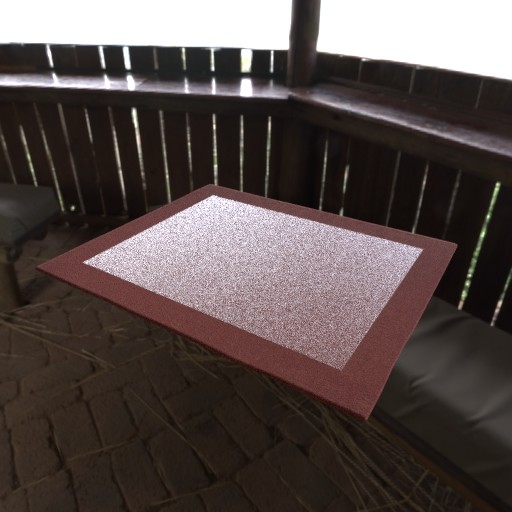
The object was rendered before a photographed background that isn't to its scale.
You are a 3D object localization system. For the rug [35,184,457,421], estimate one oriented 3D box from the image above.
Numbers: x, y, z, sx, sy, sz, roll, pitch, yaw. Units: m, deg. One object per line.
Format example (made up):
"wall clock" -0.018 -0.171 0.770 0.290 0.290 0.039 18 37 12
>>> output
"rug" 0.000 0.000 3.995 2.976 0.018 2.430 18 34 28
